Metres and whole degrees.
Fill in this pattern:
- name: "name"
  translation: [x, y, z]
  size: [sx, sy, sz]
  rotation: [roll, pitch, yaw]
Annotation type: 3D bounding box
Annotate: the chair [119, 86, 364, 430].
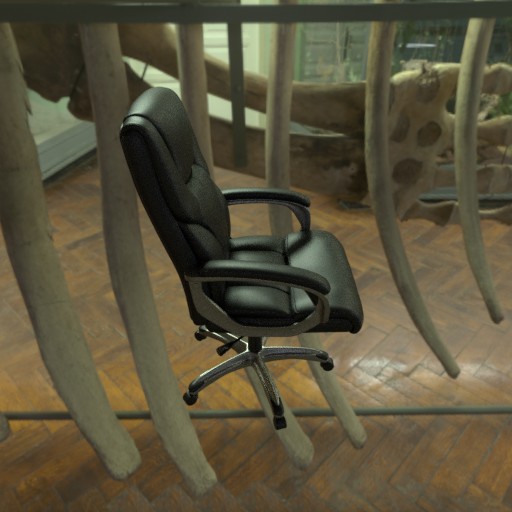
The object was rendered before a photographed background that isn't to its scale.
- name: "chair"
  translation: [0.000, 0.000, 1.638]
  size: [0.739, 1.155, 0.663]
  rotation: [0, 32, 0]
